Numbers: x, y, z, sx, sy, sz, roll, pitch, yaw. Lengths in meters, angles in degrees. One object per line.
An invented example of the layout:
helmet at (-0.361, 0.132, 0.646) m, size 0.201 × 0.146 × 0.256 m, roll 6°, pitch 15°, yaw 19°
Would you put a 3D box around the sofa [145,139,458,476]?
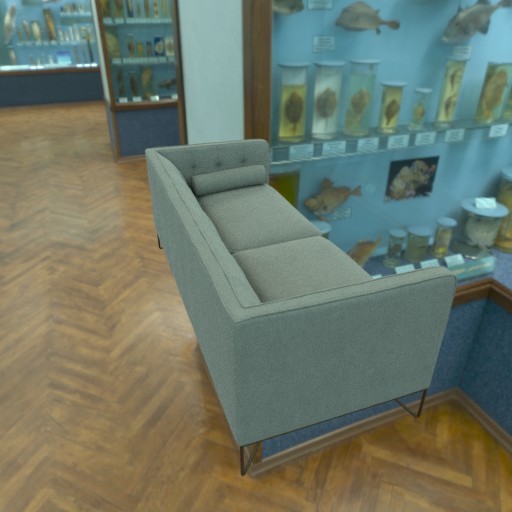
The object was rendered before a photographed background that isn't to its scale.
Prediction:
sofa at (0.000, 0.000, 2.558) m, size 0.912 × 0.798 × 2.079 m, roll -10°, pitch 31°, yaw -17°
